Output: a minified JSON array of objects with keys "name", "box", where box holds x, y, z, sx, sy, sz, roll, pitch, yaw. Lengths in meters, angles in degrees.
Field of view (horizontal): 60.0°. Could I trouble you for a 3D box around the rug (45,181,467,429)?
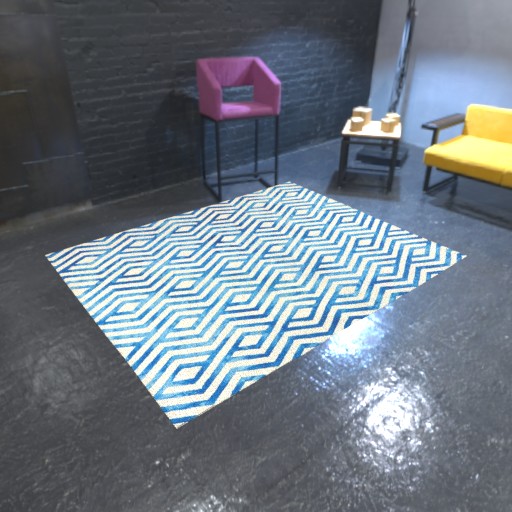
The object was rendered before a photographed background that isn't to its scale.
[{"name":"rug","box":[0.000,0.000,4.105,3.059,0.008,2.453,-22,37,-32]}]
